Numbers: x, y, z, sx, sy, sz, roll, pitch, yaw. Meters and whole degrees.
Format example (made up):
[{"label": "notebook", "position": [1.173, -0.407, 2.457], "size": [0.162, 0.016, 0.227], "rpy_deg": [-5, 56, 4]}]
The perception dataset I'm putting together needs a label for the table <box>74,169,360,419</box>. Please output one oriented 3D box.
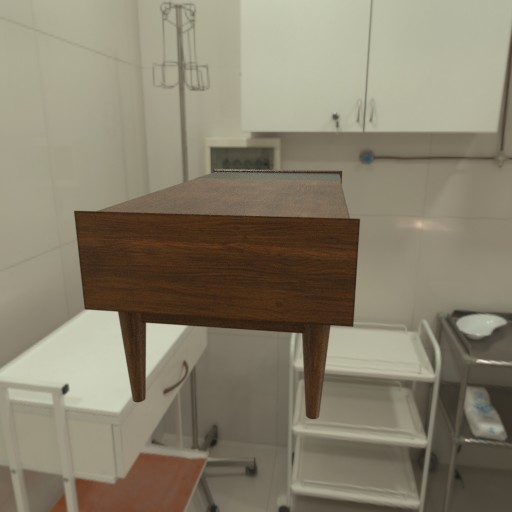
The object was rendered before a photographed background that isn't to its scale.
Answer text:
[{"label": "table", "position": [0.000, 0.000, 1.569], "size": [0.610, 0.508, 1.221], "rpy_deg": [2, 15, 9]}]
